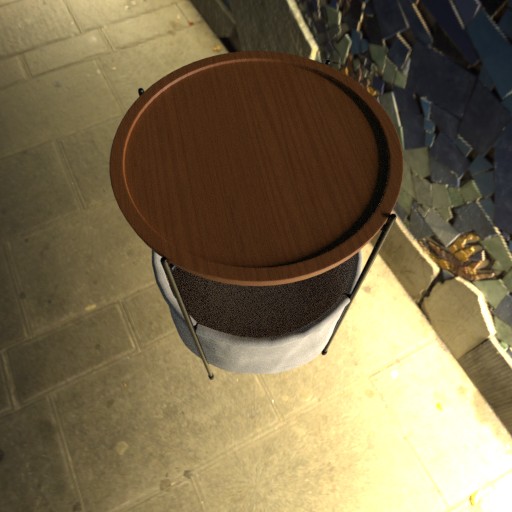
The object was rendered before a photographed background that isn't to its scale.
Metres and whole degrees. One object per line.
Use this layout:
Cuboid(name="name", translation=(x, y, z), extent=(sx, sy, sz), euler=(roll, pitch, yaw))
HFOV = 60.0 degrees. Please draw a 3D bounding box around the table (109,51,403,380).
Cuboid(name="table", translation=(0.000, 0.000, 0.862), extent=(0.393, 0.623, 0.393), euler=(-11, 63, -6))
